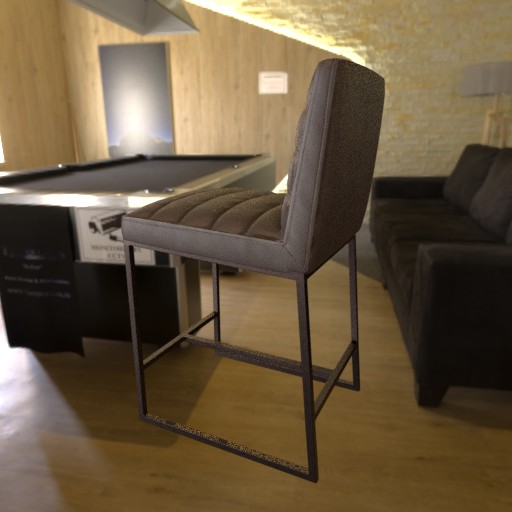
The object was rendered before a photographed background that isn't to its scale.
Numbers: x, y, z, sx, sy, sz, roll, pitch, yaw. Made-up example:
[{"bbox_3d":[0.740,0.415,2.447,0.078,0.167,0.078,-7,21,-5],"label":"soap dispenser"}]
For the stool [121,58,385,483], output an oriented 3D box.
[{"bbox_3d":[0.000,0.000,1.221,0.562,0.946,0.463,8,19,25],"label":"stool"}]
